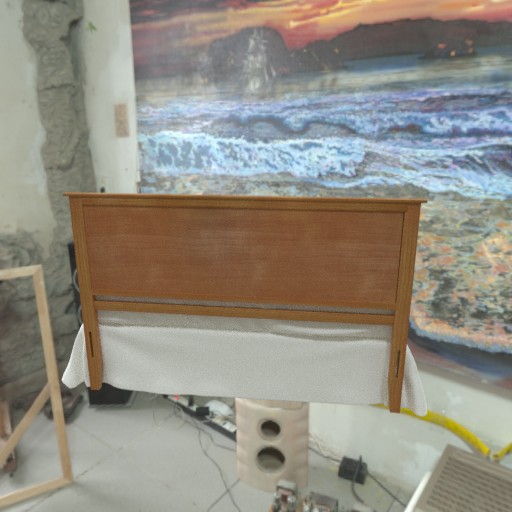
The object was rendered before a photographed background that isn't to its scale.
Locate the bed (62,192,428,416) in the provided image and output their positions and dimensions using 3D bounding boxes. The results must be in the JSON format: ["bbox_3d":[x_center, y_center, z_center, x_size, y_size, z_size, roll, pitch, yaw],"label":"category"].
[{"bbox_3d":[0.000,0.000,3.600,2.317,1.270,2.215,2,16,7],"label":"bed"}]
